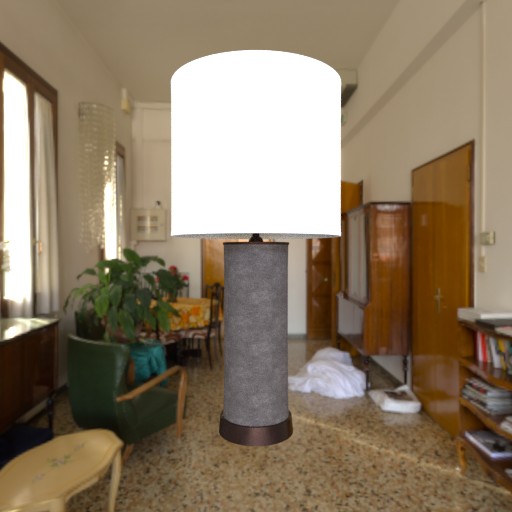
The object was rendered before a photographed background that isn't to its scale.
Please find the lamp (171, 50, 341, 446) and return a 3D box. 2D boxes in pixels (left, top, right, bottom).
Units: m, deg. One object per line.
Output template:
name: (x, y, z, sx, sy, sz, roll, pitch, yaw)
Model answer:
lamp: (0.000, 0.000, 0.799, 0.301, 0.630, 0.301, 0, 1, -37)
